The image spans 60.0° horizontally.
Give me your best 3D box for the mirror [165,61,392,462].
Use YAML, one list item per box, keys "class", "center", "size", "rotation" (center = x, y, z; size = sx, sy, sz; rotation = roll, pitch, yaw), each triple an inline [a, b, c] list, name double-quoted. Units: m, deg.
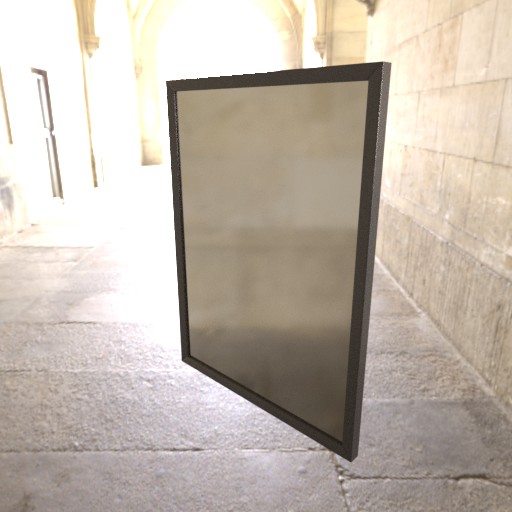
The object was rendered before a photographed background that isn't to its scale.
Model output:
- class: "mirror"
  center: [0.000, 0.000, 1.328]
  size: [0.762, 1.016, 0.040]
  rotation: [16, 24, 41]
